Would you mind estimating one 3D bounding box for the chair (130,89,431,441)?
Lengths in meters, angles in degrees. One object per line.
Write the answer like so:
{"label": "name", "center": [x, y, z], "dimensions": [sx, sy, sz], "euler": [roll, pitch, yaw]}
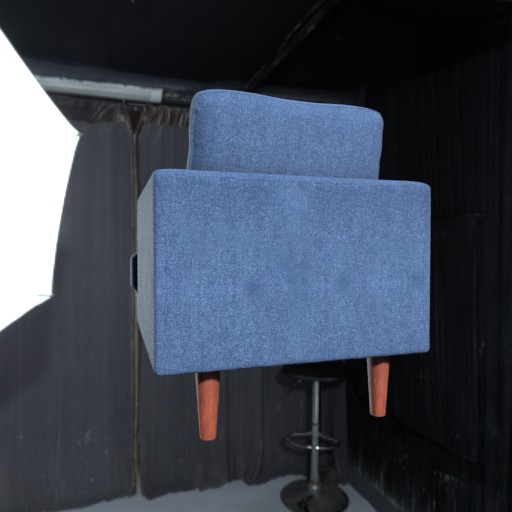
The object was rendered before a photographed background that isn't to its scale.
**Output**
{"label": "chair", "center": [0.000, 0.000, 1.621], "dimensions": [0.858, 0.957, 0.899], "euler": [0, 2, -18]}
